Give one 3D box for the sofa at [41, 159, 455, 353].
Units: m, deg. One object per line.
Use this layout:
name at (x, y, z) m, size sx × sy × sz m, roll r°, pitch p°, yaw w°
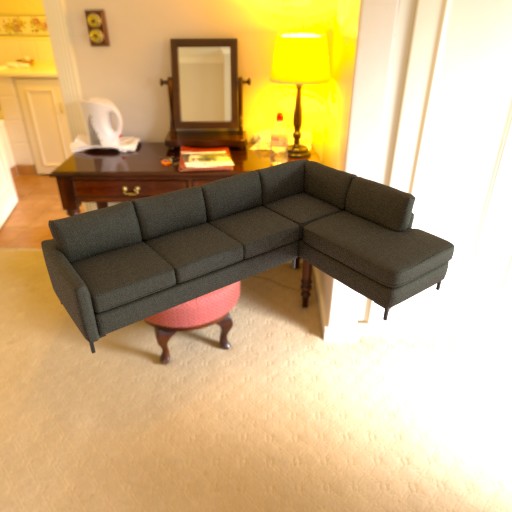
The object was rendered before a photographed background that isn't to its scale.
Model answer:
sofa at (0.000, 0.000, 3.807) m, size 2.972 × 0.858 × 1.984 m, roll -20°, pitch 35°, yaw -32°
